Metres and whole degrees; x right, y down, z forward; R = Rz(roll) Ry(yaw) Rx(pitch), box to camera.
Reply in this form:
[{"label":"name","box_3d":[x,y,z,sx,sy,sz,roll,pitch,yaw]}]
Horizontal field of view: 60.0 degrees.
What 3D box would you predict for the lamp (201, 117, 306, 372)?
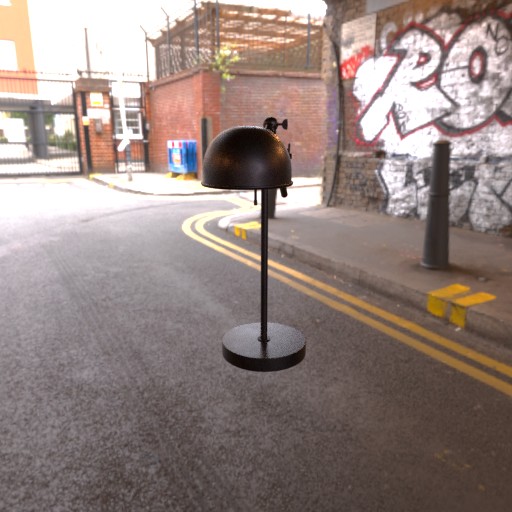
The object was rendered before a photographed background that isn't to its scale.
[{"label":"lamp","box_3d":[0.000,0.000,0.823,0.185,0.495,0.567,2,15,9]}]
